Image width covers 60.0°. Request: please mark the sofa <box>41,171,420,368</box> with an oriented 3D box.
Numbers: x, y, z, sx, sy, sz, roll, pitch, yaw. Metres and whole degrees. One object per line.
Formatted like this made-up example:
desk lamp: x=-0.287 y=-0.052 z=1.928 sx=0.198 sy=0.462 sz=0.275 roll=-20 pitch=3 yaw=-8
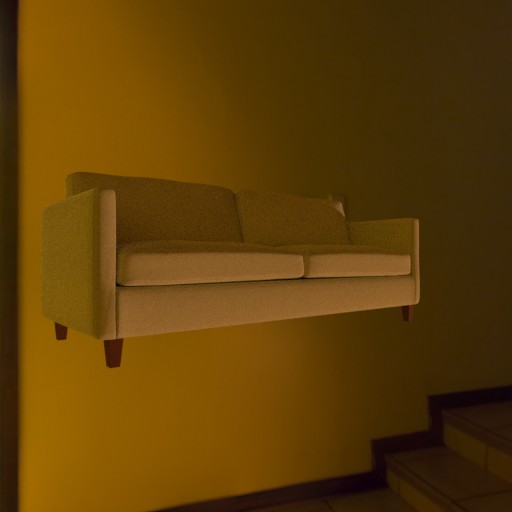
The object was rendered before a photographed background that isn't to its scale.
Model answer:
sofa: x=0.000 y=0.000 z=2.921 sx=2.434 sy=0.965 sz=0.948 roll=0 pitch=0 yaw=-38
